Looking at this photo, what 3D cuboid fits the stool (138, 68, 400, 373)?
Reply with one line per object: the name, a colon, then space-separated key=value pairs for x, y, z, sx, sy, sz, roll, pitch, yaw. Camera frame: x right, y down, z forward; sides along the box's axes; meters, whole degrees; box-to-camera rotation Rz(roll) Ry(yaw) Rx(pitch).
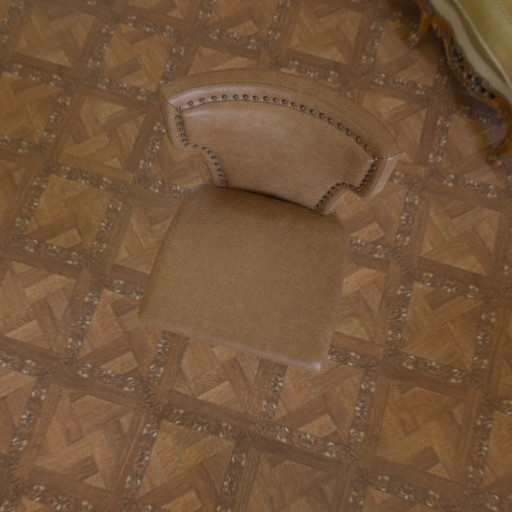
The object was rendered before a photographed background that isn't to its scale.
stool: x=0.000 y=0.000 z=1.318 sx=0.526 sy=0.982 sz=0.563 roll=15 pitch=76 yaw=4
